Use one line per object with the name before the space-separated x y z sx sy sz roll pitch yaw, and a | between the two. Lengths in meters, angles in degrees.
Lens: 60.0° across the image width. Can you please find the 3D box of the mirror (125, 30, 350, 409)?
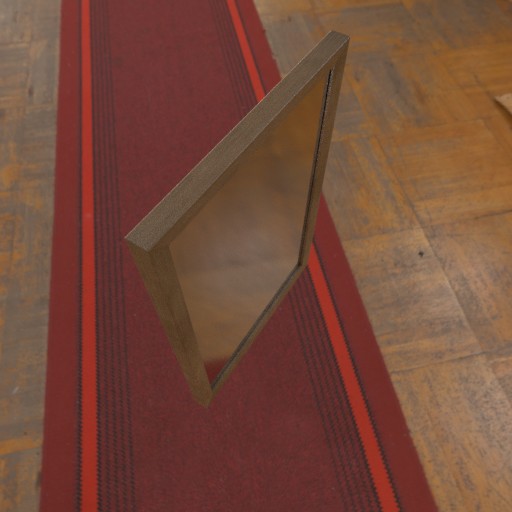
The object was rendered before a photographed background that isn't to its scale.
mirror | 0.000 0.000 0.919 0.040 0.710 0.507 29 62 17
